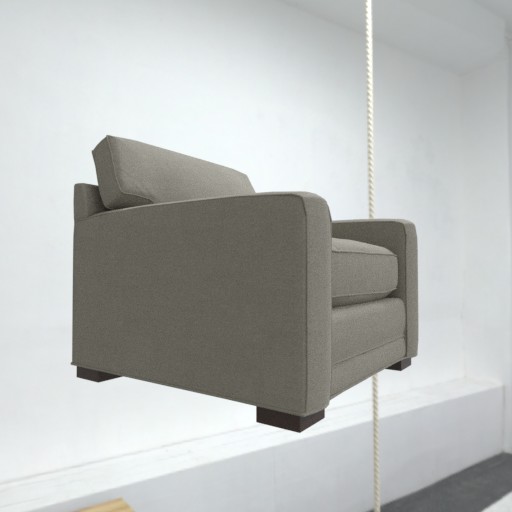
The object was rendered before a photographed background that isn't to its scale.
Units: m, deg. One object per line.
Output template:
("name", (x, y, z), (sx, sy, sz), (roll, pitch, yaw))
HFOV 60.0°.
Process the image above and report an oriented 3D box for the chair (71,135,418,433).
("chair", (0.000, 0.000, 1.806), (1.044, 0.934, 0.999), (-1, -2, 35))
